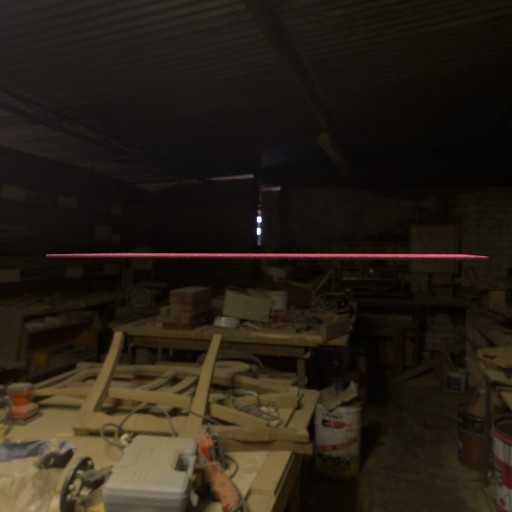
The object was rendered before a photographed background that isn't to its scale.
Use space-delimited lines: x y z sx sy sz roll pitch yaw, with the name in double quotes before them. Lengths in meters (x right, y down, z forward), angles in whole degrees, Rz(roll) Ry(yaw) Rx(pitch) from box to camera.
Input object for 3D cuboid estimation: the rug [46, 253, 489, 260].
"rug" 0.000 0.000 2.732 2.439 0.018 0.813 0 1 17
